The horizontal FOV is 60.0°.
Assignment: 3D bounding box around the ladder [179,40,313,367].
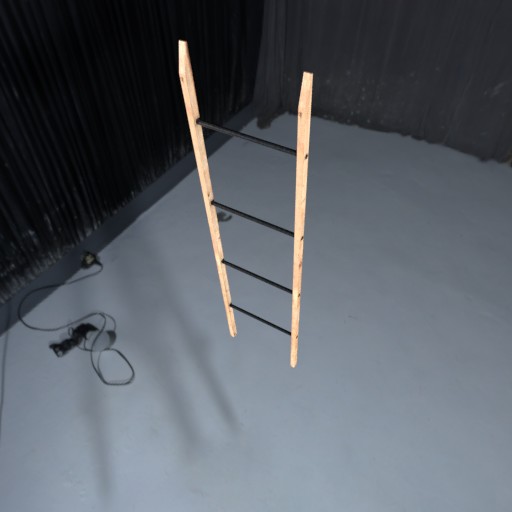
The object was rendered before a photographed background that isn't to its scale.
[{"bbox_3d":[0.000,0.000,1.955,0.442,1.805,0.200,23,51,20],"label":"ladder"}]
